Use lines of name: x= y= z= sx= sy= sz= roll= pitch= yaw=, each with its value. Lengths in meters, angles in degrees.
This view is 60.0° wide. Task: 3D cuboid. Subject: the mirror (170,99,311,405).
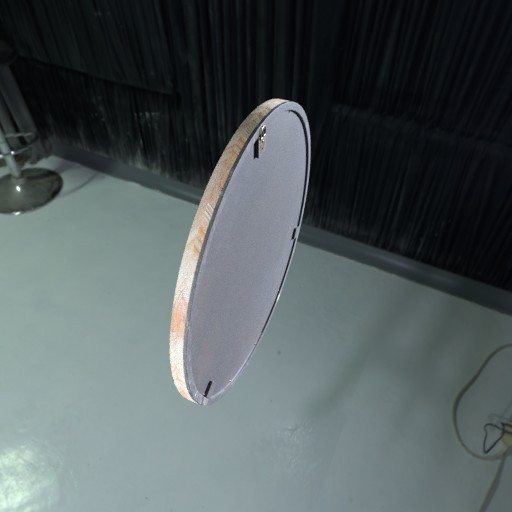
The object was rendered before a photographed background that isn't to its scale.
mirror: x=0.000 y=0.000 z=1.056 sx=0.038 sy=0.710 sz=0.710 roll=17 pitch=49 yaw=16
